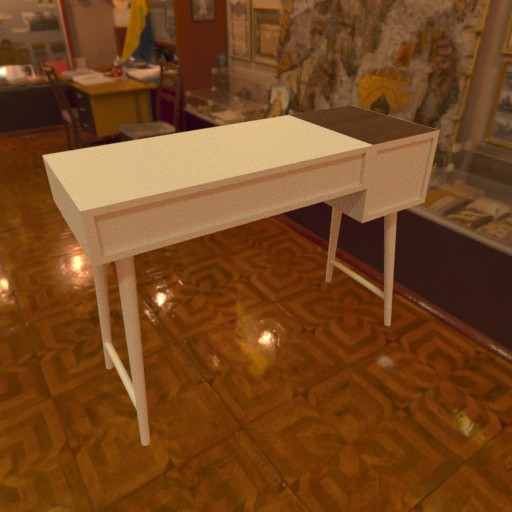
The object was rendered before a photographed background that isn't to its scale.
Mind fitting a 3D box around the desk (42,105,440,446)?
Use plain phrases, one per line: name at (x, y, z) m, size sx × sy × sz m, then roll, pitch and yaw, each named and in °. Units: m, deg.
desk at (0.000, 0.000, 1.453) m, size 1.069 × 0.761 × 0.409 m, roll -18°, pitch 36°, yaw -27°
